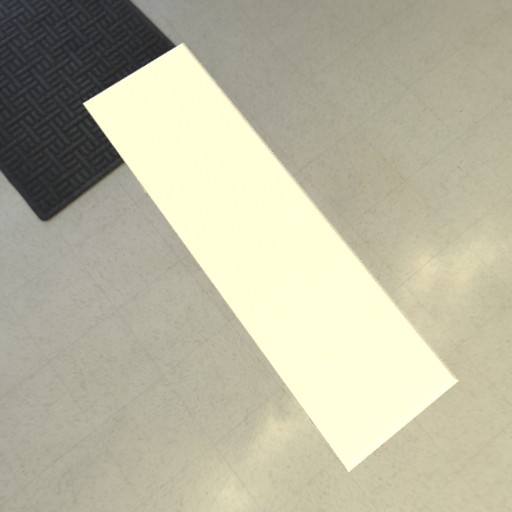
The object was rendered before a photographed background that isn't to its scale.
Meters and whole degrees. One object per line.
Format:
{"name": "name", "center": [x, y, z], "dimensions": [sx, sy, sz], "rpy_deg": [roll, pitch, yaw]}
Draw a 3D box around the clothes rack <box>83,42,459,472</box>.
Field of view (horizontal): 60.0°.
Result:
{"name": "clothes rack", "center": [0.000, 0.000, 1.339], "dimensions": [0.324, 0.531, 1.120], "rpy_deg": [-35, 79, -8]}
